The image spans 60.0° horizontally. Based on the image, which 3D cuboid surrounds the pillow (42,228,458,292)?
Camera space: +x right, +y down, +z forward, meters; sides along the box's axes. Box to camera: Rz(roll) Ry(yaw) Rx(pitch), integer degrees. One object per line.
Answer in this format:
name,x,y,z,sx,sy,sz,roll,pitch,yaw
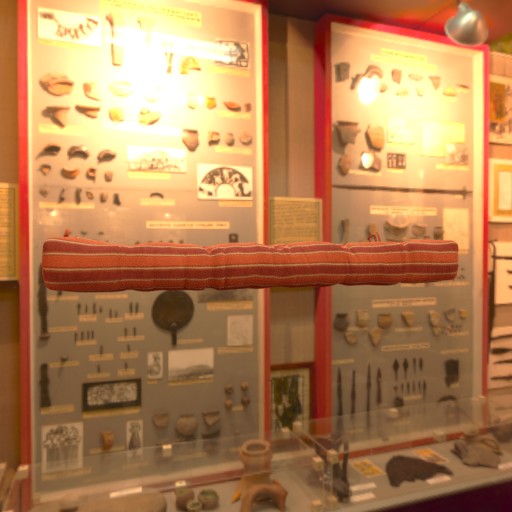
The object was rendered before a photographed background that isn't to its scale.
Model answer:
pillow,0.000,0.000,1.362,1.194,0.174,0.511,0,1,-18
